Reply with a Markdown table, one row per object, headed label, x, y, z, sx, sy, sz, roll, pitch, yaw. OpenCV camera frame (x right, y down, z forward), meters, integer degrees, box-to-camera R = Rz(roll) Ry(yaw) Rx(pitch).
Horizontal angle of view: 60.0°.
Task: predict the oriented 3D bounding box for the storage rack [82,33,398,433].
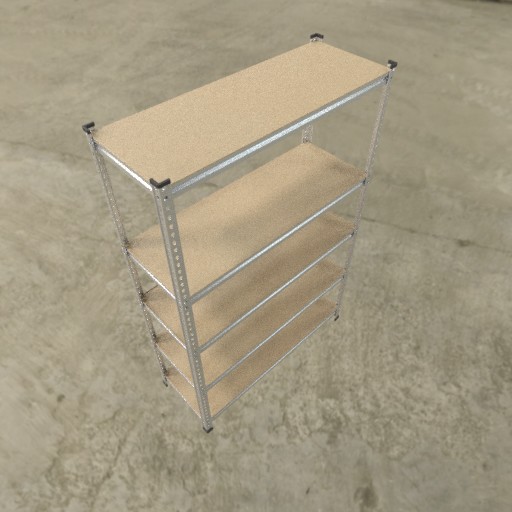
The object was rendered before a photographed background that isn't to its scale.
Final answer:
| label | x | y | z | sx | sy | sz | roll | pitch | yaw |
| --- | --- | --- | --- | --- | --- | --- | --- | --- | --- |
| storage rack | 0.000 | 0.000 | 2.353 | 1.219 | 1.829 | 0.457 | -35 | 56 | -28 |
